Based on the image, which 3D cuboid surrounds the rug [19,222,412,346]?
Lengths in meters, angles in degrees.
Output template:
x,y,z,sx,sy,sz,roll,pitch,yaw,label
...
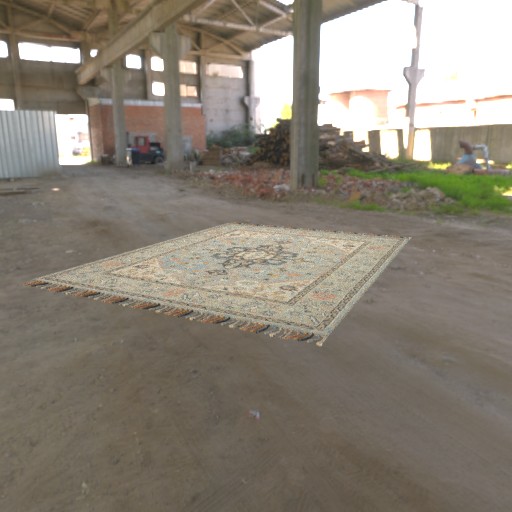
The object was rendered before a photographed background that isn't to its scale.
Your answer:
x,y,z,sx,sy,sz,roll,pitch,yaw,label
0.000,0.000,2.255,1.278,0.009,1.730,7,15,26,rug
